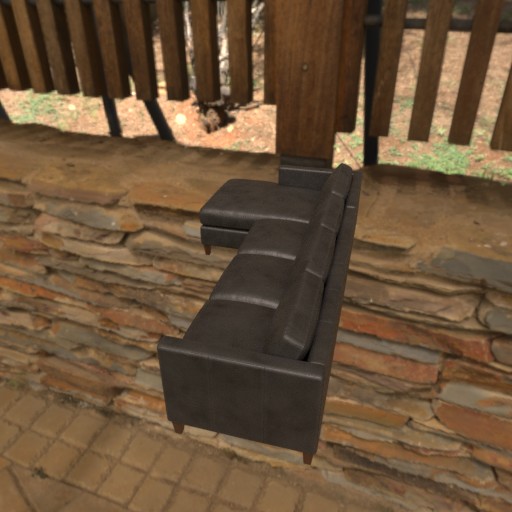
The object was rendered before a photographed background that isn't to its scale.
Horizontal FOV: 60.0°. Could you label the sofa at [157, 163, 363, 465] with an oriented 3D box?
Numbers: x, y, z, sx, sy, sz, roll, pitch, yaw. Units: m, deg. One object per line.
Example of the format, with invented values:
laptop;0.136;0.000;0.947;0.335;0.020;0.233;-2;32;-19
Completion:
sofa;0.000;0.000;3.889;1.581;0.883;3.203;8;31;13
